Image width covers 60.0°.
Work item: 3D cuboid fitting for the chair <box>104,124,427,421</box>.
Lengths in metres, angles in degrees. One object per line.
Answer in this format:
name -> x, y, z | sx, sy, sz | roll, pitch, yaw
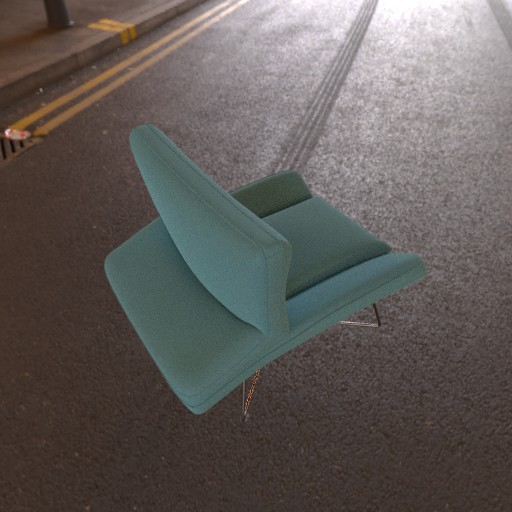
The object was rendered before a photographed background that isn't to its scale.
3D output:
chair -> 0.000, 0.000, 1.685 | 1.008, 0.855, 0.859 | -23, 46, -25
